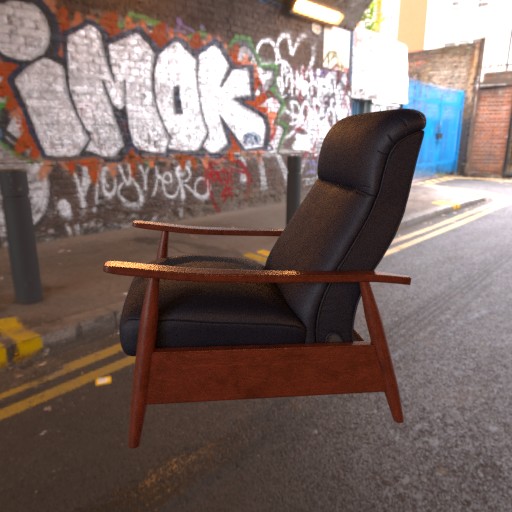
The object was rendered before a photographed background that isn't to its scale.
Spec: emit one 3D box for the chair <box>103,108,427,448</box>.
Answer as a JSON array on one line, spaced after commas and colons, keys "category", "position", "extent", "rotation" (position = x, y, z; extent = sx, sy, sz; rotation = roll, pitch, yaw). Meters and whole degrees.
[{"category": "chair", "position": [0.000, 0.000, 1.738], "extent": [1.014, 1.082, 0.762], "rotation": [-2, 15, -8]}]
